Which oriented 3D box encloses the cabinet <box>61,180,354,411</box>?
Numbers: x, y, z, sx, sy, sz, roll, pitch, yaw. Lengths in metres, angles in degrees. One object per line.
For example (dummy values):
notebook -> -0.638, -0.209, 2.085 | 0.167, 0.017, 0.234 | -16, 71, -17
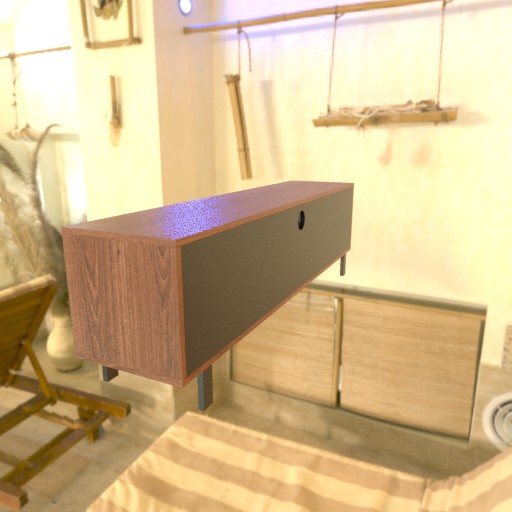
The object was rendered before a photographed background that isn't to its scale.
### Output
cabinet -> 0.000, 0.000, 1.877 | 0.400, 0.500, 1.650 | 7, 16, 25
